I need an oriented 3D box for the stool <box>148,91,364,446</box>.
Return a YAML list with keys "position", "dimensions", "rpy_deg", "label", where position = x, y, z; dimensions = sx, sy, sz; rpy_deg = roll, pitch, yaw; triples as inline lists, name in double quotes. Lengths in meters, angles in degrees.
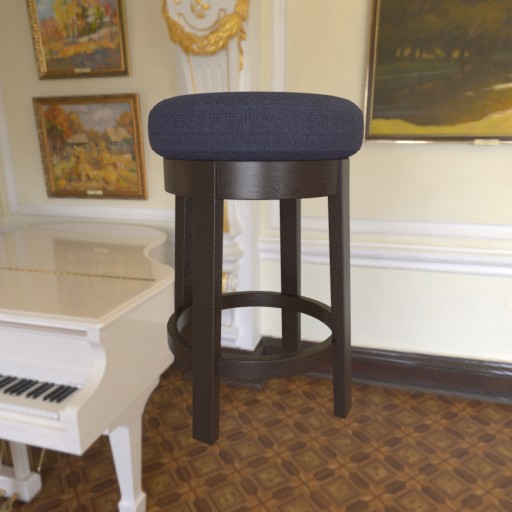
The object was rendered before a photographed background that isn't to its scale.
- position: [0.000, 0.000, 0.971]
  dimensions: [0.449, 0.655, 0.449]
  rpy_deg: [0, 15, 0]
  label: "stool"
